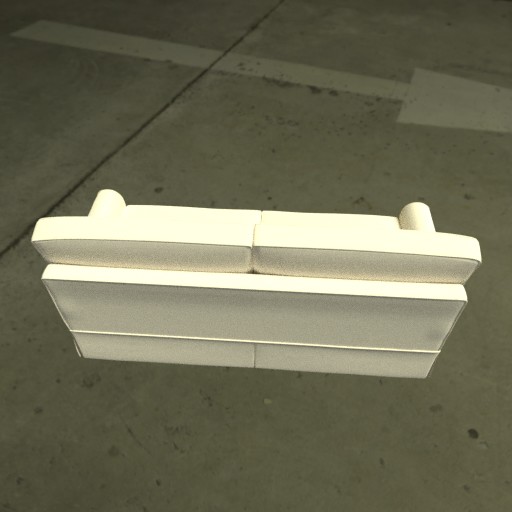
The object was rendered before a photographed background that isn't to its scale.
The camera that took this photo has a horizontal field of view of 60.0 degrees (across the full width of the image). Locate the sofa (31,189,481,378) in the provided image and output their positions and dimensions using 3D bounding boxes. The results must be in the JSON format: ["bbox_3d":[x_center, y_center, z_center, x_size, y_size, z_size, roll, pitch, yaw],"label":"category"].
[{"bbox_3d":[0.000,0.000,2.430,2.021,0.937,0.862,3,46,3],"label":"sofa"}]
